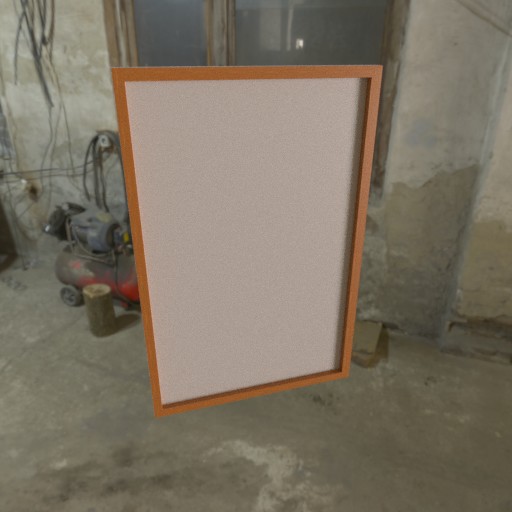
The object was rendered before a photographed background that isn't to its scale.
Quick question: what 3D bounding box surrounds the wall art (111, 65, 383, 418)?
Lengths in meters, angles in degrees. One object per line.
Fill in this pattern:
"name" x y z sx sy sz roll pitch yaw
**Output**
"wall art" 0.000 0.000 1.162 0.610 0.916 0.037 -7 26 -15
